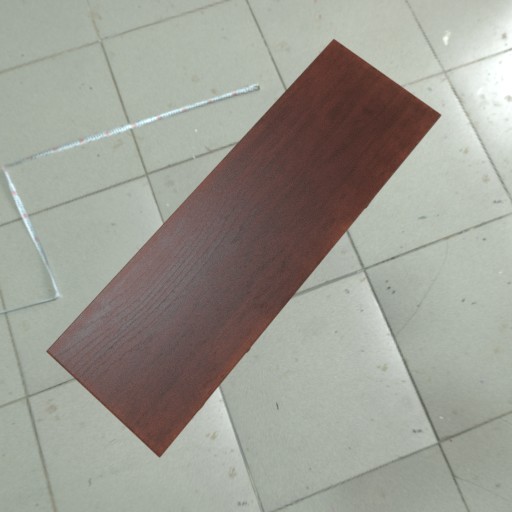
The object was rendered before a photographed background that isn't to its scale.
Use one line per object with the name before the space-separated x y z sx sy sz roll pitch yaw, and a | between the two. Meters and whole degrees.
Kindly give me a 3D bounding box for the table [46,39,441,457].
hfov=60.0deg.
table | 0.000 0.000 1.550 0.392 0.739 1.188 39 80 8
